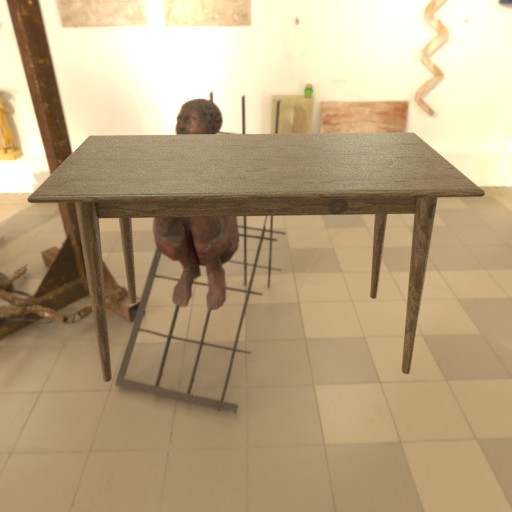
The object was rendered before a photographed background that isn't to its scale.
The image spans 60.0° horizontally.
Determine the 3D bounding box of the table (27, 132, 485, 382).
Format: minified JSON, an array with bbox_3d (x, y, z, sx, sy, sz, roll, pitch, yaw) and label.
[{"bbox_3d":[0.000,0.000,1.712,1.300,0.780,0.599,-1,31,-2],"label":"table"}]
